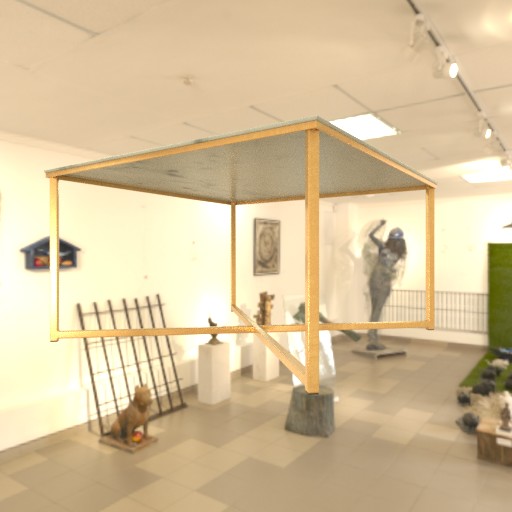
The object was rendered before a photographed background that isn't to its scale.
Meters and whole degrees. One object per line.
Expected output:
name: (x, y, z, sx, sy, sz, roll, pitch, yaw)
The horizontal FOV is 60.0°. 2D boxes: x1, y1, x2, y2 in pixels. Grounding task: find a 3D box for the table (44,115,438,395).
table: (0.000, 0.000, 1.261, 0.800, 0.450, 0.800, 0, 0, 35)
